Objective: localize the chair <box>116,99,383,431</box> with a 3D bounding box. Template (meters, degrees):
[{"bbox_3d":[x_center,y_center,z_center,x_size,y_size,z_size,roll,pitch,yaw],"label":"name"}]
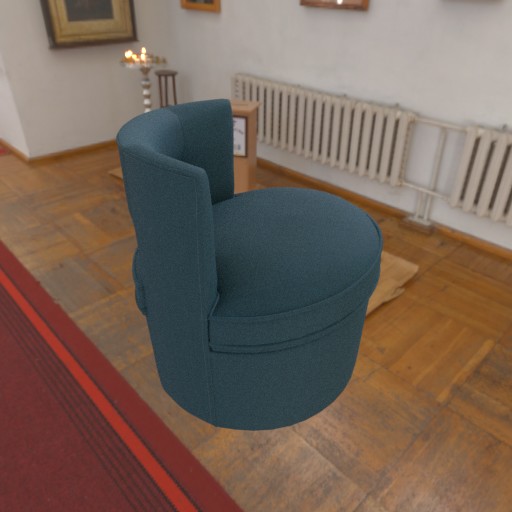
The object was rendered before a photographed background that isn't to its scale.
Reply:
[{"bbox_3d":[0.000,0.000,1.211,0.660,0.711,0.684,1,31,1],"label":"chair"}]
